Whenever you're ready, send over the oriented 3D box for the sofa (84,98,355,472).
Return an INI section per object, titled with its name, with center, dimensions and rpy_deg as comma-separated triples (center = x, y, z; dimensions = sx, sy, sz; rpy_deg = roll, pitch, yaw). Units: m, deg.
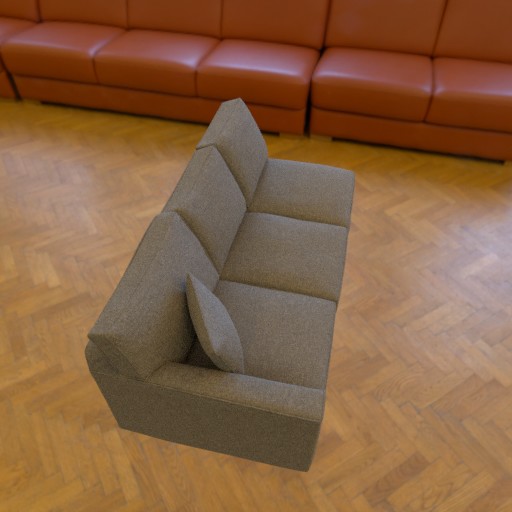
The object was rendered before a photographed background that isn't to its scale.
[sofa]
center = 0.000, 0.000, 2.573
dimensions = 1.034, 0.946, 1.963
rpy_deg = 9, 47, 9
